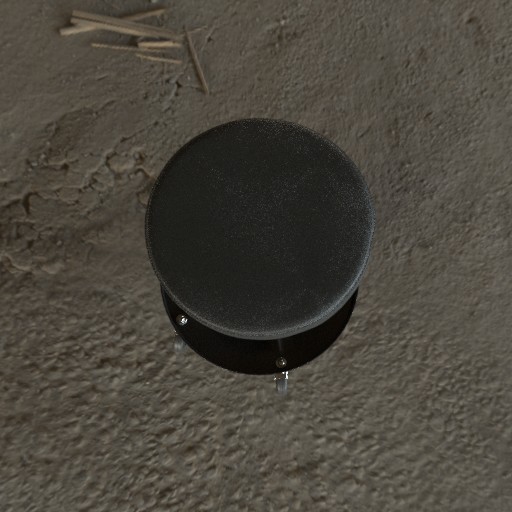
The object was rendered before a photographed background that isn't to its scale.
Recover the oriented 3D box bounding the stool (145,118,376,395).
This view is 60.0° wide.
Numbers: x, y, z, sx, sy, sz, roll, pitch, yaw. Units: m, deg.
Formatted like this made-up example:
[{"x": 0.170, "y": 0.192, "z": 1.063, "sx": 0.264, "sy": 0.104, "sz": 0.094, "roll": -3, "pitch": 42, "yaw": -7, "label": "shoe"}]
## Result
[{"x": 0.000, "y": 0.000, "z": 0.691, "sx": 0.382, "sy": 0.365, "sz": 0.381, "roll": 17, "pitch": 76, "yaw": 5, "label": "stool"}]
